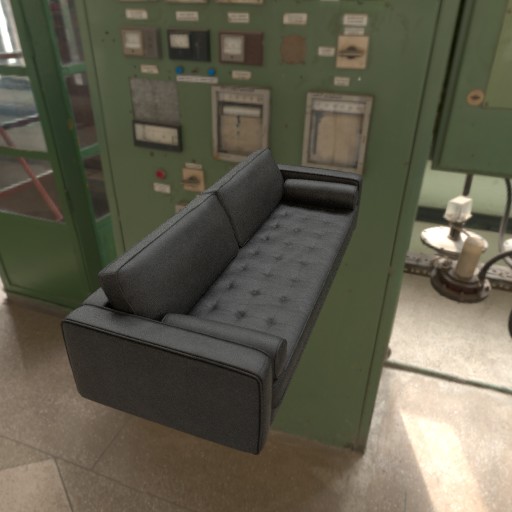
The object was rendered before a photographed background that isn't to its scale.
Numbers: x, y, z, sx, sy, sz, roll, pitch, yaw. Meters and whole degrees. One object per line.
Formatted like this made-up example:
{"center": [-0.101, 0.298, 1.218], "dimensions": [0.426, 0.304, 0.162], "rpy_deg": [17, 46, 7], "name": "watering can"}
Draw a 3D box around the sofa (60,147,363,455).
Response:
{"center": [0.000, 0.000, 2.624], "dimensions": [0.914, 0.762, 2.210], "rpy_deg": [11, 32, 18], "name": "sofa"}
